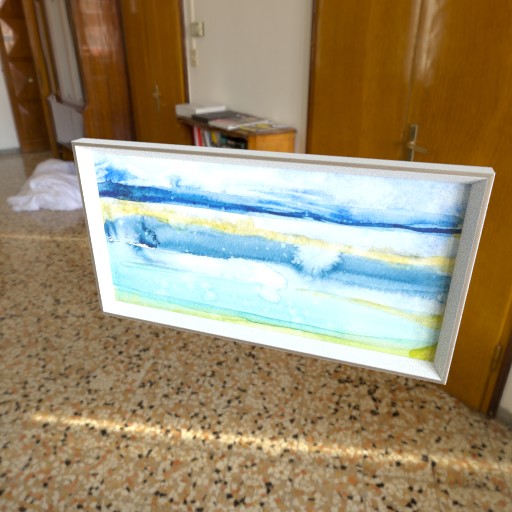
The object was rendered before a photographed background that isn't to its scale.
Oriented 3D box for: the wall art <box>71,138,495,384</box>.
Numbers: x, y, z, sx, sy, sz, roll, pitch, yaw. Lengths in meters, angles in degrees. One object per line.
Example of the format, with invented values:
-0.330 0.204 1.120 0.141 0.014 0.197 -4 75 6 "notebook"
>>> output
0.000 0.000 0.928 0.812 0.431 0.038 8 27 17 "wall art"
